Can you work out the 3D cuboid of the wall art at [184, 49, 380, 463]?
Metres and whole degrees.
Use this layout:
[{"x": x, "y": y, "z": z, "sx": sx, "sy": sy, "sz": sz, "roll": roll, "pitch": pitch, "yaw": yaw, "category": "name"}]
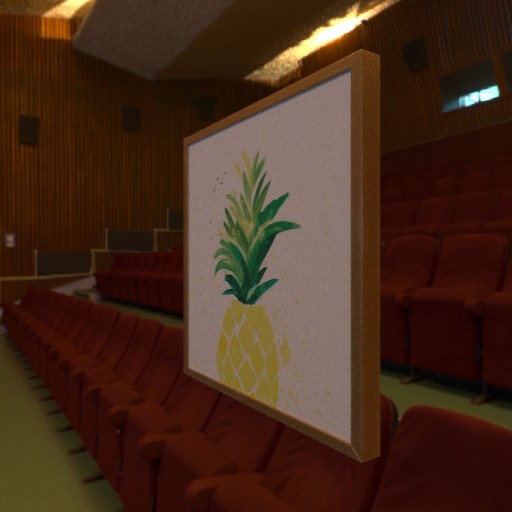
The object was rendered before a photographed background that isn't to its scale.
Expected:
[{"x": 0.000, "y": 0.000, "z": 0.764, "sx": 0.033, "sy": 0.509, "sz": 0.510, "roll": 0, "pitch": 0, "yaw": -34, "category": "wall art"}]
